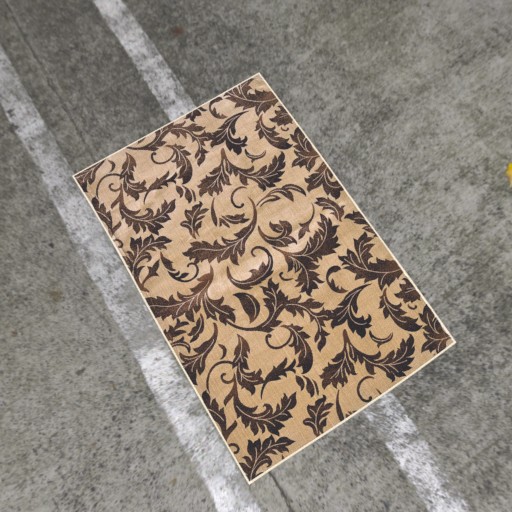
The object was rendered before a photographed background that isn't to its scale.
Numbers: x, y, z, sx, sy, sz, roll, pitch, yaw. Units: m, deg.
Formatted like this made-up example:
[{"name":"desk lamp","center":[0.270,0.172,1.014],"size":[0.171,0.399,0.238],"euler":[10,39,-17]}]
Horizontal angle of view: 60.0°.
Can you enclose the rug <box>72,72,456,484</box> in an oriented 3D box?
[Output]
[{"name":"rug","center":[0.000,0.000,2.879],"size":[1.522,0.008,2.284],"euler":[-32,78,-7]}]
